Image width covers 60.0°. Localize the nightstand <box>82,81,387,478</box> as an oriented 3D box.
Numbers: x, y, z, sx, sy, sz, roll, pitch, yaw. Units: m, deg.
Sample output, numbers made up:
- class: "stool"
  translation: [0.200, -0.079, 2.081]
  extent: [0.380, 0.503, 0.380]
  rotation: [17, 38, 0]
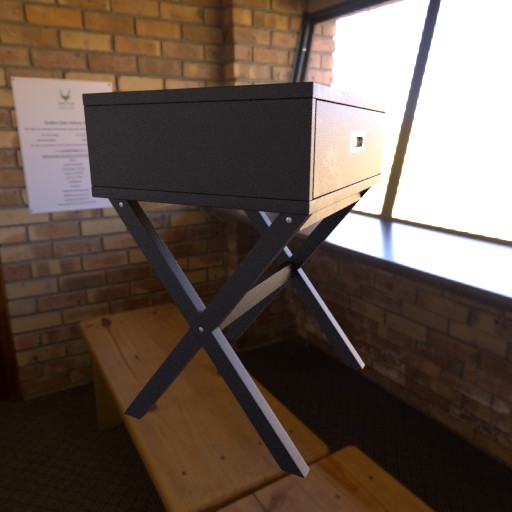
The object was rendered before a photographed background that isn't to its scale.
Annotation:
- class: "nightstand"
  translation: [0.000, 0.000, 0.932]
  extent: [0.402, 0.623, 0.479]
  rotation: [8, 17, 26]
